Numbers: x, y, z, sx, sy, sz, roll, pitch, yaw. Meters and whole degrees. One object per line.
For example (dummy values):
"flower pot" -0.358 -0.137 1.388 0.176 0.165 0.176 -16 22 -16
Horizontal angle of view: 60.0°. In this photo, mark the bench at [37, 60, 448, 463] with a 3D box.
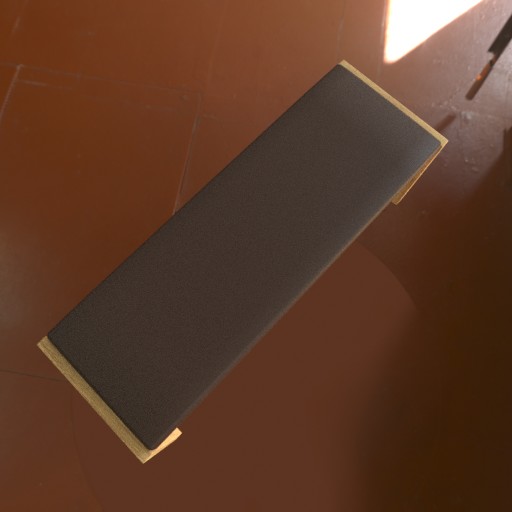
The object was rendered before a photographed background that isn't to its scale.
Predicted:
"bench" 0.000 0.000 1.409 0.405 0.480 1.200 43 79 11
